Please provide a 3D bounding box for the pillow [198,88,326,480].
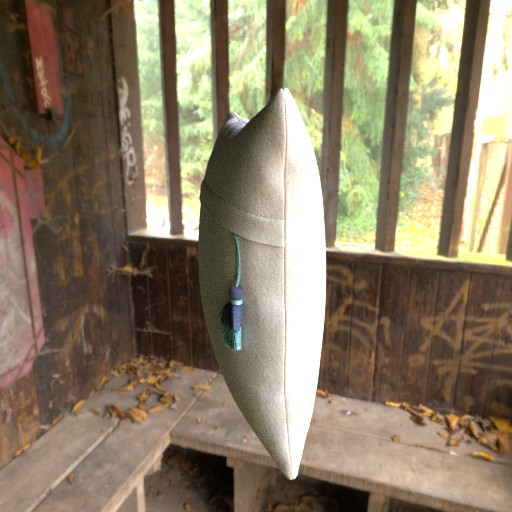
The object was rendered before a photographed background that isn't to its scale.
[{"bbox_3d":[0.000,0.000,0.670,0.173,0.436,0.433,-3,15,-9],"label":"pillow"}]
